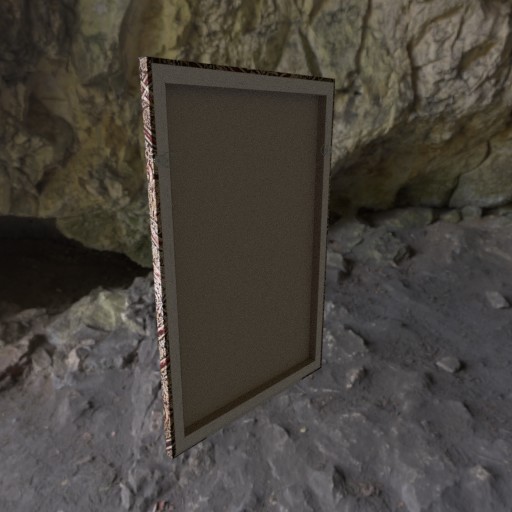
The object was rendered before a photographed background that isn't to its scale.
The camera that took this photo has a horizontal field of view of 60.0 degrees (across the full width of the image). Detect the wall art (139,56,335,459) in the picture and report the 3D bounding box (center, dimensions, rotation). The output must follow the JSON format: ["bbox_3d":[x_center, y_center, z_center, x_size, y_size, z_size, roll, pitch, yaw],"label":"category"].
[{"bbox_3d":[0.000,0.000,0.770,0.397,0.599,0.020,-16,23,-43],"label":"wall art"}]
